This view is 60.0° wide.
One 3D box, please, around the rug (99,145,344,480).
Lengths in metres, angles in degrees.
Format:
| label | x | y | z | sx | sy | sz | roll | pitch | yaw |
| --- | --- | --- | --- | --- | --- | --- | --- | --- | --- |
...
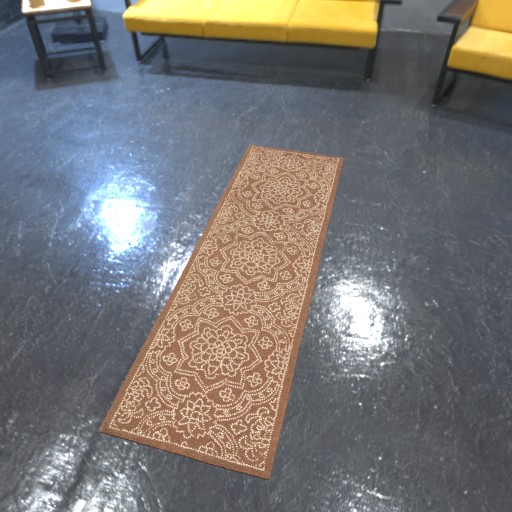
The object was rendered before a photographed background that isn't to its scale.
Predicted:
| label | x | y | z | sx | sy | sz | roll | pitch | yaw |
| --- | --- | --- | --- | --- | --- | --- | --- | --- | --- |
| rug | 0.000 | 0.000 | 2.689 | 0.769 | 0.012 | 2.448 | 11 | 46 | 11 |
